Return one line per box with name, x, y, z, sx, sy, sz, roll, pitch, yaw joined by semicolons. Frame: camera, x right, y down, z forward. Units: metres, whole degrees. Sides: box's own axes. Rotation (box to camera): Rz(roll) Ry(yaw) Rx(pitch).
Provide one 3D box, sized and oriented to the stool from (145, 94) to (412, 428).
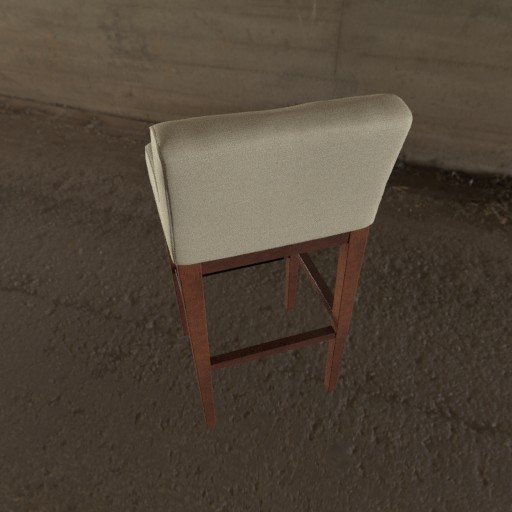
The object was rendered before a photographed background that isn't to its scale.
stool;0.000;0.000;1.301;0.511;1.037;0.500;-12;43;-13
